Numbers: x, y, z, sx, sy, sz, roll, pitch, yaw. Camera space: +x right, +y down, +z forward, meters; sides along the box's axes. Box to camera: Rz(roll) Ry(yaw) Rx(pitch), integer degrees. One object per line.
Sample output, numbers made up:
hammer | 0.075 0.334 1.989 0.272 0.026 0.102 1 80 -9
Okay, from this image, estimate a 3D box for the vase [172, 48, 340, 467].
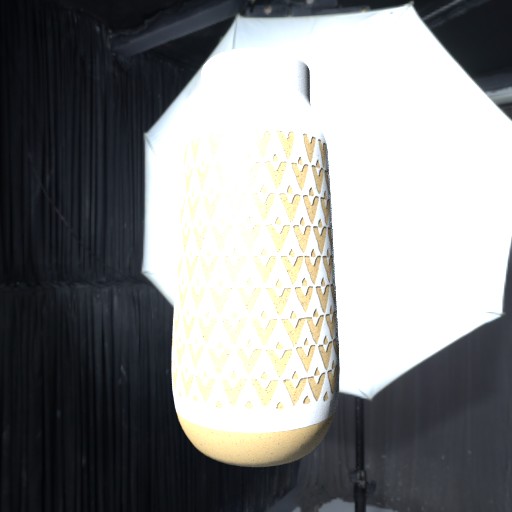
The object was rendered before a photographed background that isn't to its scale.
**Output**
vase | 0.000 0.000 0.369 0.137 0.307 0.137 0 -1 0
